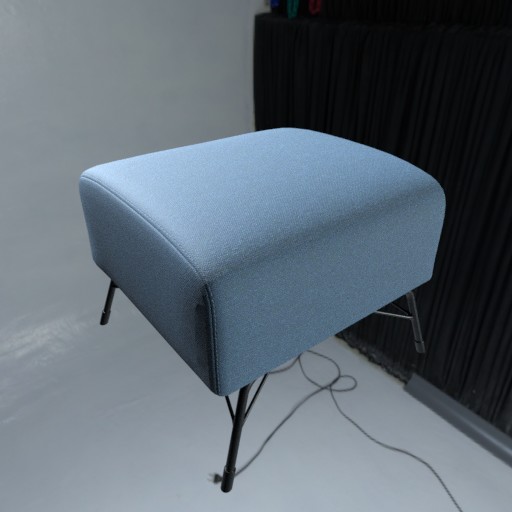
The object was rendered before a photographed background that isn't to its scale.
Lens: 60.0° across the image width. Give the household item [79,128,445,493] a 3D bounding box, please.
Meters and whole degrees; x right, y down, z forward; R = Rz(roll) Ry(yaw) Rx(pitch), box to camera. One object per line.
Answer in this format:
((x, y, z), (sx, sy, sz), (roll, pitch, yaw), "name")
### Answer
((0.000, 0.000, 0.898), (0.530, 0.420, 0.530), (-21, 36, -32), "household item")
